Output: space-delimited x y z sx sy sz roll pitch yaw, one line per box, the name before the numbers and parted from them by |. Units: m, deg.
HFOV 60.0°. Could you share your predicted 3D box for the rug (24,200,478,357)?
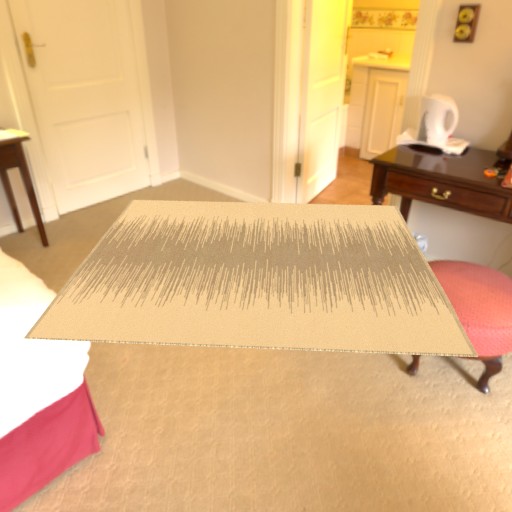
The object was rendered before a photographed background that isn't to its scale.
rug | 0.000 0.000 3.997 3.037 0.010 2.453 2 30 3
